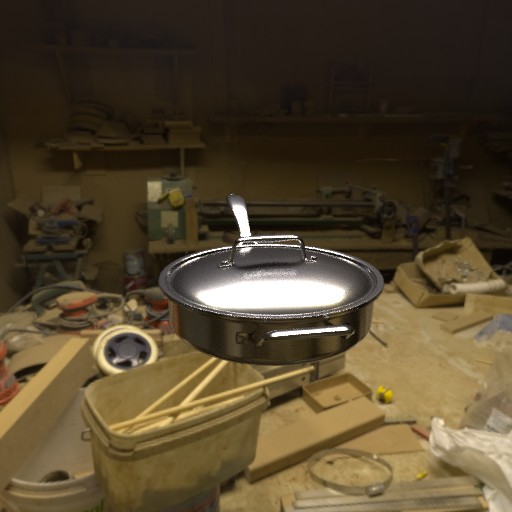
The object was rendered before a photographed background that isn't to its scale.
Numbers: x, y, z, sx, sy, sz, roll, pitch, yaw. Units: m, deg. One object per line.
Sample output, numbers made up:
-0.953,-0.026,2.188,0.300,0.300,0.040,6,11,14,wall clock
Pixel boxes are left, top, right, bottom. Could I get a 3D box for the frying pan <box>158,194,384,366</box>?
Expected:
0.000,0.000,0.662,0.280,0.114,0.561,-3,17,-10,frying pan
